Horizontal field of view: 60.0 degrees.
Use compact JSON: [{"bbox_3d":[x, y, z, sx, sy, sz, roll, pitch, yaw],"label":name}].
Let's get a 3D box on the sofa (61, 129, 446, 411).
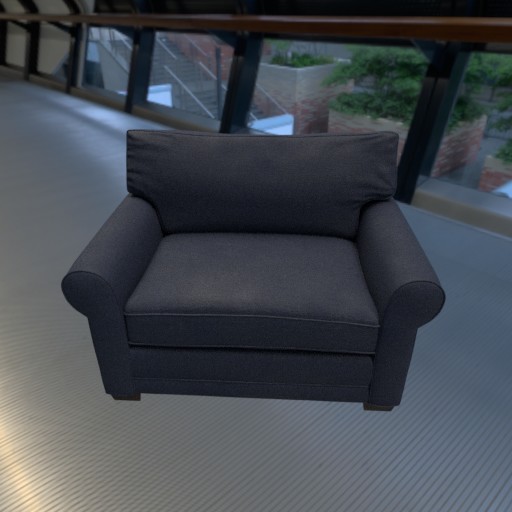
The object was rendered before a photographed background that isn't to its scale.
[{"bbox_3d":[0.000,0.000,2.039,1.405,1.004,0.938,2,30,3],"label":"sofa"}]
